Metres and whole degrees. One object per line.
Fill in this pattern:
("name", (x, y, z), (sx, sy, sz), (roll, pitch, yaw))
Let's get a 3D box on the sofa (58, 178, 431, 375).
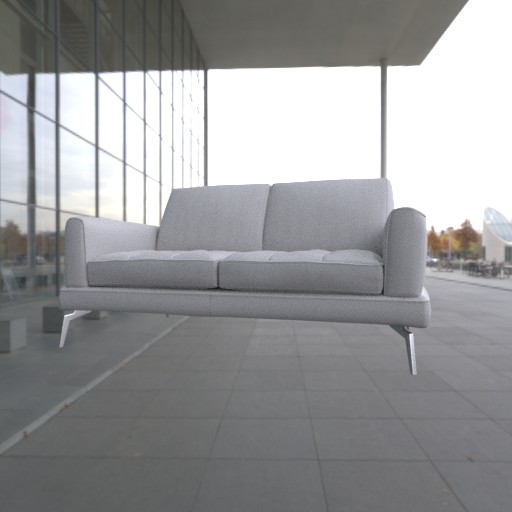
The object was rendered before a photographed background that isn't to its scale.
("sofa", (0.000, 0.000, 2.504), (1.819, 0.930, 1.121), (0, 0, 18))
